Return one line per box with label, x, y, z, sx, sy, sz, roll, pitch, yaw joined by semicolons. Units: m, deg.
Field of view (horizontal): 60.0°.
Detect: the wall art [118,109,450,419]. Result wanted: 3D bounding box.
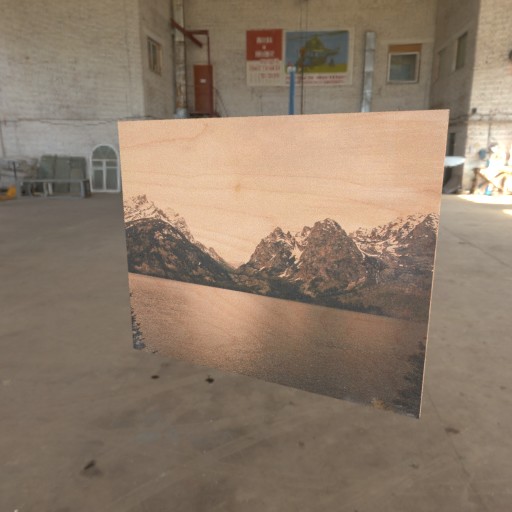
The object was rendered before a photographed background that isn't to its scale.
wall art;0.000;0.000;0.678;0.508;0.408;0.010;7;15;26
